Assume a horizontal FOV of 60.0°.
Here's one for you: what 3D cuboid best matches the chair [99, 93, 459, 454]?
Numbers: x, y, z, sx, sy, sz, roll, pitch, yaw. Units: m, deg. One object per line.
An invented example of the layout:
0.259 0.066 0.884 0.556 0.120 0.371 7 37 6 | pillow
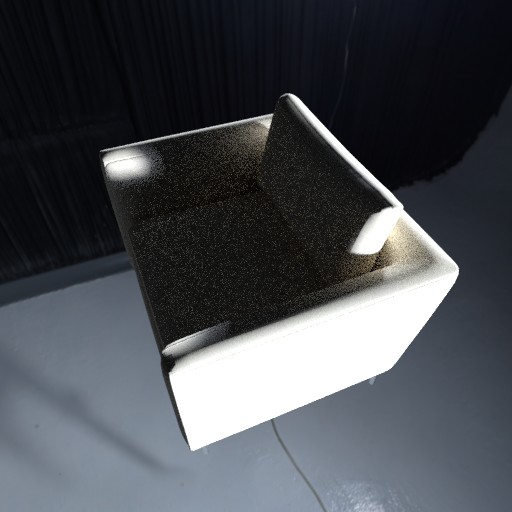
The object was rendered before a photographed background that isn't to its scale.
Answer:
0.000 0.000 1.661 0.889 0.865 1.041 -17 49 -15 | chair
